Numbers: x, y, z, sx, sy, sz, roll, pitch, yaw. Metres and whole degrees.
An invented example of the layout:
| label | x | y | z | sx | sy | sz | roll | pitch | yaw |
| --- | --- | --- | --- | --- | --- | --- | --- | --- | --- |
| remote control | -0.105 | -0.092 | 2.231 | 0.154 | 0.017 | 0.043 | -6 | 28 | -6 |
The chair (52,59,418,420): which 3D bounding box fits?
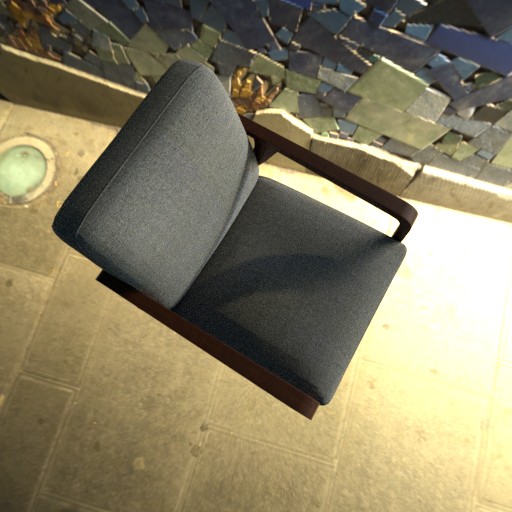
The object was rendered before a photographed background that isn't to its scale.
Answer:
| label | x | y | z | sx | sy | sz | roll | pitch | yaw |
| --- | --- | --- | --- | --- | --- | --- | --- | --- | --- |
| chair | 0.000 | 0.000 | 1.448 | 0.858 | 0.847 | 0.704 | 30 | 76 | 8 |
